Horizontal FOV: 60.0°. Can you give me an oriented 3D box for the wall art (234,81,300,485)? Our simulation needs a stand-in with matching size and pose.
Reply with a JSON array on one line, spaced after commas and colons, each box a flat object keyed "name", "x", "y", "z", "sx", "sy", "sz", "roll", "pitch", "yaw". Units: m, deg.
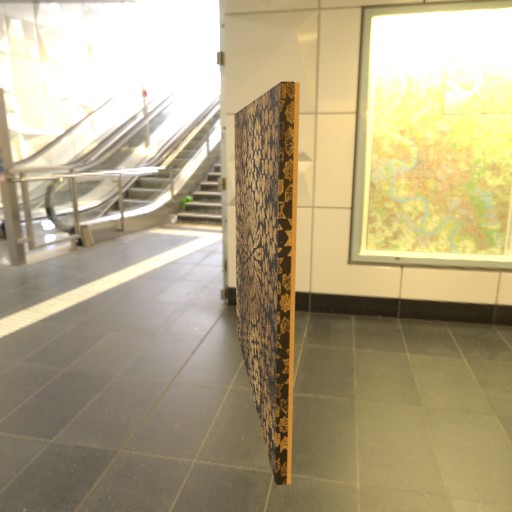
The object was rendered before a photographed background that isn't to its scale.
[{"name": "wall art", "x": 0.000, "y": 0.000, "z": 1.396, "sx": 0.038, "sy": 0.914, "sz": 0.914, "roll": -2, "pitch": 14, "yaw": -8}]
